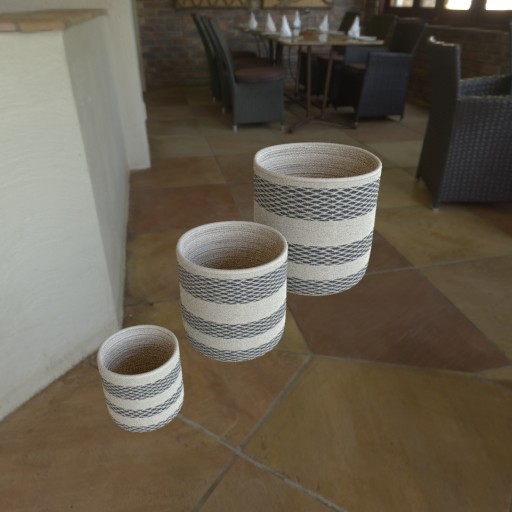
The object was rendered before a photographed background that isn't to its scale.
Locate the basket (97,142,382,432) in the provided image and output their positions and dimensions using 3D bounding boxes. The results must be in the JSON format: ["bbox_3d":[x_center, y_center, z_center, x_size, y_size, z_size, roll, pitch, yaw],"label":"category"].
[{"bbox_3d":[0.000,0.000,1.097,0.351,0.356,0.917,20,35,31],"label":"basket"}]
